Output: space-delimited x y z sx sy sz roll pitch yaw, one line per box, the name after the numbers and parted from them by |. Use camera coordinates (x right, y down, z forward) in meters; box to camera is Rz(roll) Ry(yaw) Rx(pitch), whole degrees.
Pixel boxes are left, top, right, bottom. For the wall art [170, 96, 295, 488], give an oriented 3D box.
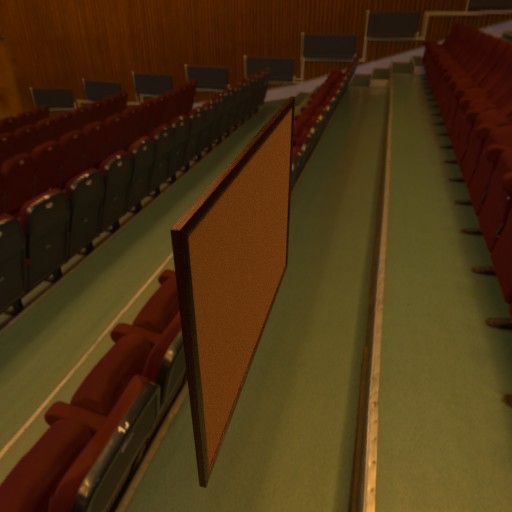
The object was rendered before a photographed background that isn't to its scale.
0.000 0.000 1.043 0.014 0.559 0.816 8 32 12 | wall art
